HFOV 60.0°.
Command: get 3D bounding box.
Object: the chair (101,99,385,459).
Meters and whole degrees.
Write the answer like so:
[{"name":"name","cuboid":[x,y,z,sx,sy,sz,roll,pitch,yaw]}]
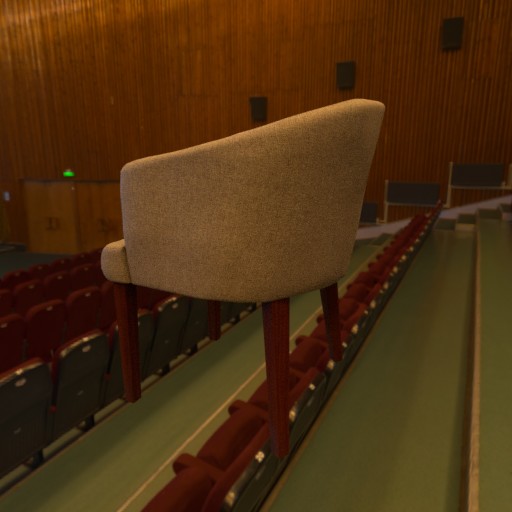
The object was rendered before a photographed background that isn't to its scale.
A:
[{"name":"chair","cuboid":[0.000,0.000,1.252,0.655,0.811,0.583,7,16,25]}]
